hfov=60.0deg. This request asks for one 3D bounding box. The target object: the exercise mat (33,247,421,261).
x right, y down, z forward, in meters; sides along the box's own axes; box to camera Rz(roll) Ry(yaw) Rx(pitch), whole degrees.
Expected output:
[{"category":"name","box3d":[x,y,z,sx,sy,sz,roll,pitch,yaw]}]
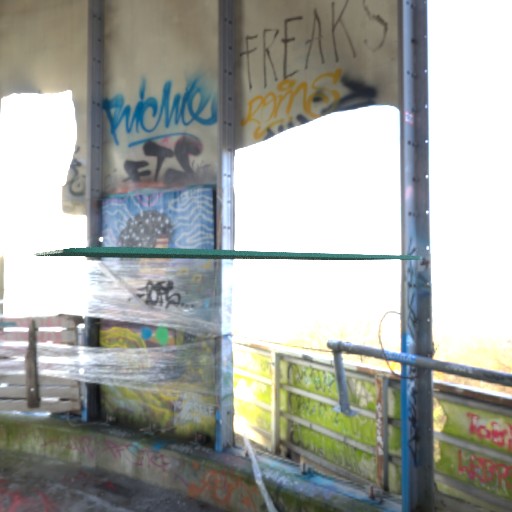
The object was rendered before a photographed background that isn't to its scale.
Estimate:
[{"category":"exercise mat","box3d":[0.000,0.000,2.134,1.869,0.021,0.616,1,-2,-36]}]
